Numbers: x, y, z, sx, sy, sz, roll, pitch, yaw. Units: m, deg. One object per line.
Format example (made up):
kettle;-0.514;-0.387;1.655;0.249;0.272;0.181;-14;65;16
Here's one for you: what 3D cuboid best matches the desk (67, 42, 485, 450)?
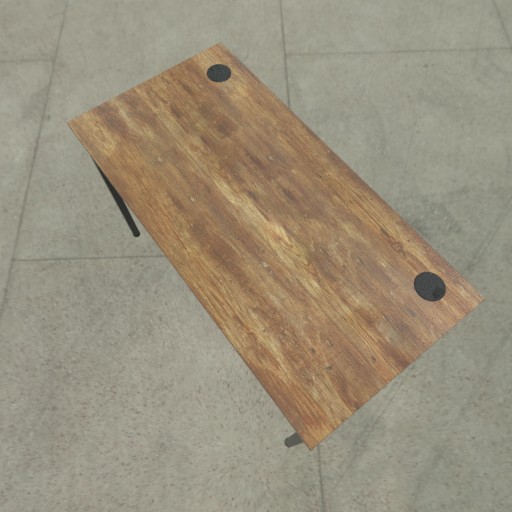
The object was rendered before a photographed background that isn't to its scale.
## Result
desk;0.000;0.000;1.622;0.600;0.749;1.200;-35;70;-15
